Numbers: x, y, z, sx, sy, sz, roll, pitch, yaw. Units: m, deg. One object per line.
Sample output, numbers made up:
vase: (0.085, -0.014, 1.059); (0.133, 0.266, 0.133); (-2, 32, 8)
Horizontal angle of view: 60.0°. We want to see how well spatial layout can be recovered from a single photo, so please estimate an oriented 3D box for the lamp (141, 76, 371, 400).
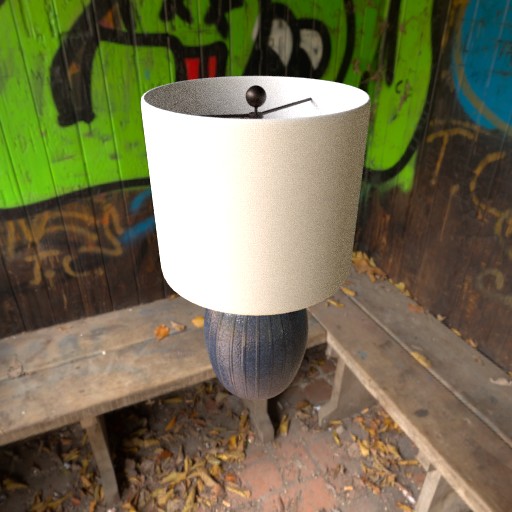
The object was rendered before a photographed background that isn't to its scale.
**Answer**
lamp: (0.000, 0.000, 0.784); (0.329, 0.570, 0.329); (21, 36, 32)
